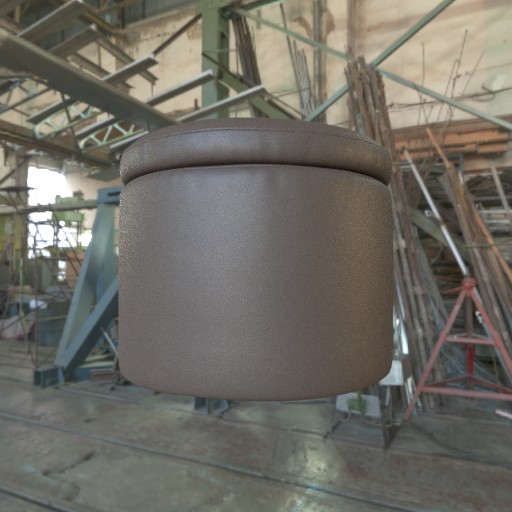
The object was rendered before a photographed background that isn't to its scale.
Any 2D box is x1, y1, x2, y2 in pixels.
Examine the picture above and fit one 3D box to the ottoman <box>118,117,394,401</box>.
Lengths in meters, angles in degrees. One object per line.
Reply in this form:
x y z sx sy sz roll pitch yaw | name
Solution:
0.000 0.000 0.843 0.500 0.409 0.500 0 -2 0 | ottoman
